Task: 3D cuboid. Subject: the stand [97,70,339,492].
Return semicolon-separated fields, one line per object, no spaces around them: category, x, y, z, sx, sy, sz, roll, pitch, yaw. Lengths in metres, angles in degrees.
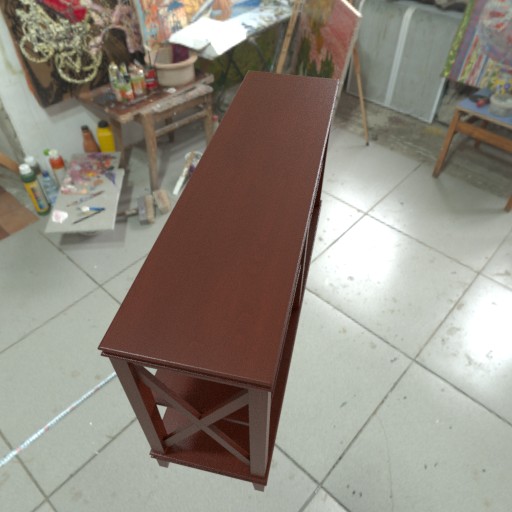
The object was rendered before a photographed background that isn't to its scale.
stand;0.000;0.000;1.649;0.381;0.762;1.372;9;48;9
